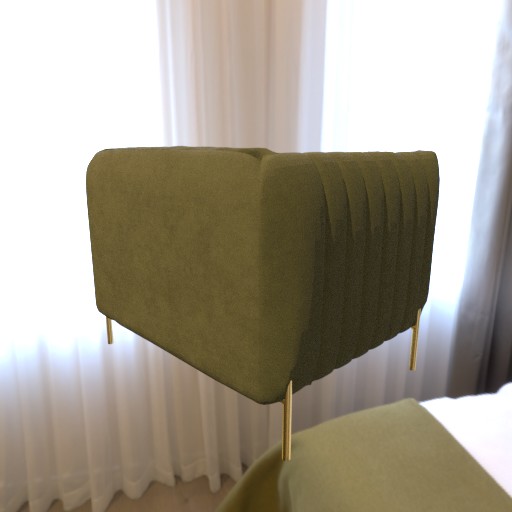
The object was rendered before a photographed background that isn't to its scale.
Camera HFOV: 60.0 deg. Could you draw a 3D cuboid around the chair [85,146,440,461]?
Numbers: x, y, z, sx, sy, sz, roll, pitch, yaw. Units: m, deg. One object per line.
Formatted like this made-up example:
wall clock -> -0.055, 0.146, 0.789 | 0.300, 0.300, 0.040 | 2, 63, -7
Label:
chair -> 0.000, 0.000, 1.650 | 0.877, 0.794, 1.032 | -13, 19, -43
